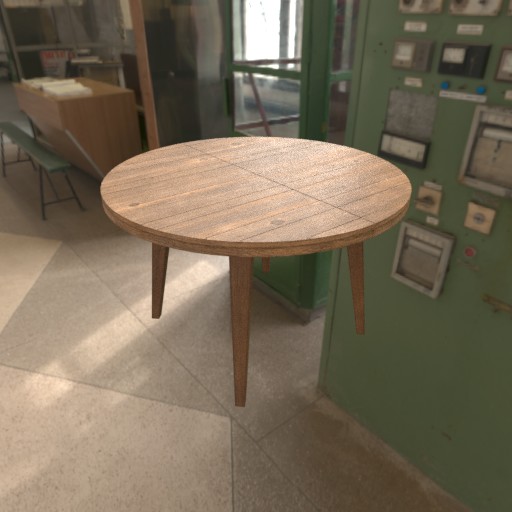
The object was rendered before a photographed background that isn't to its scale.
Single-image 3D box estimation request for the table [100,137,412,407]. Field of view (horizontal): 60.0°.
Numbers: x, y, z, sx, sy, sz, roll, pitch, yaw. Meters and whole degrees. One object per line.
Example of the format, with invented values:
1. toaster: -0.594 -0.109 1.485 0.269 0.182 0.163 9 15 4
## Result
1. table: 0.000 0.000 1.993 1.213 0.764 1.213 0 29 0
